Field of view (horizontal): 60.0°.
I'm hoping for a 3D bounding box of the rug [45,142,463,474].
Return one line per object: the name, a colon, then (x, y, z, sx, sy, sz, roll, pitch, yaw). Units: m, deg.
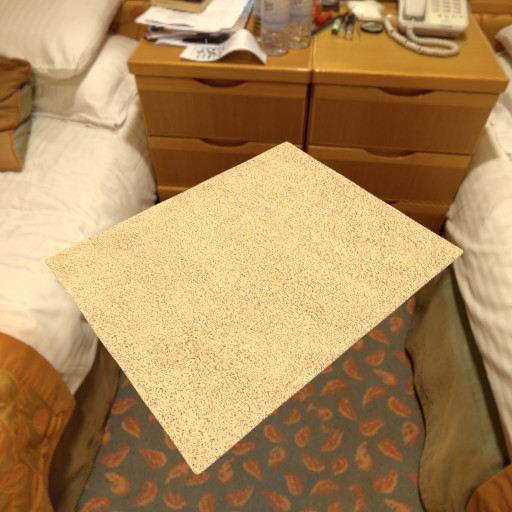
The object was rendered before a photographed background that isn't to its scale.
rug: (0.000, 0.000, 4.113, 3.047, 0.029, 2.438, -32, 54, -26)
